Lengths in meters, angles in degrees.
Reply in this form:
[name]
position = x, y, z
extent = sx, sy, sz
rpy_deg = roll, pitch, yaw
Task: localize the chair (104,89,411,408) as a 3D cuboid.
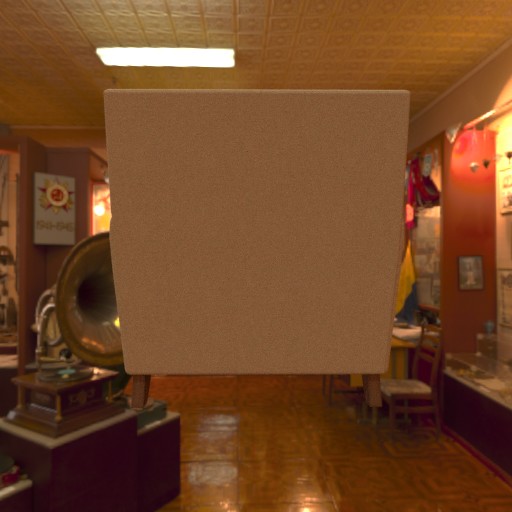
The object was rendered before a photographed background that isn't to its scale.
[chair]
position = 0.000, 0.000, 1.527
extent = 0.840, 0.846, 0.871
rpy_deg = 0, -1, -1
